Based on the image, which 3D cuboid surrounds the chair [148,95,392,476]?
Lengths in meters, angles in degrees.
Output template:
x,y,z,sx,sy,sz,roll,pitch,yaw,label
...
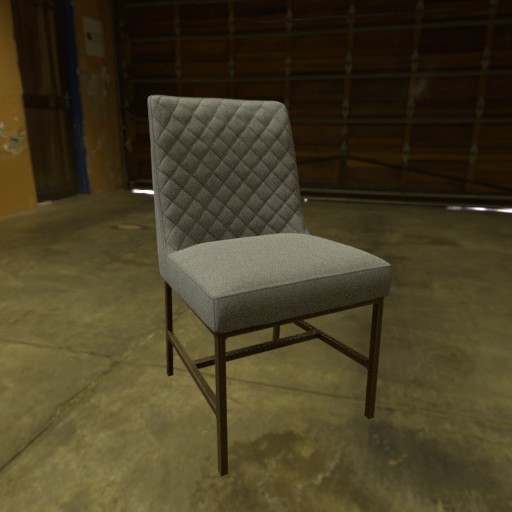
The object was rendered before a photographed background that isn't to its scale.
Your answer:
x,y,z,sx,sy,sz,roll,pitch,yaw,label
0.000,0.000,1.270,0.508,0.889,0.587,-8,18,-27,chair
